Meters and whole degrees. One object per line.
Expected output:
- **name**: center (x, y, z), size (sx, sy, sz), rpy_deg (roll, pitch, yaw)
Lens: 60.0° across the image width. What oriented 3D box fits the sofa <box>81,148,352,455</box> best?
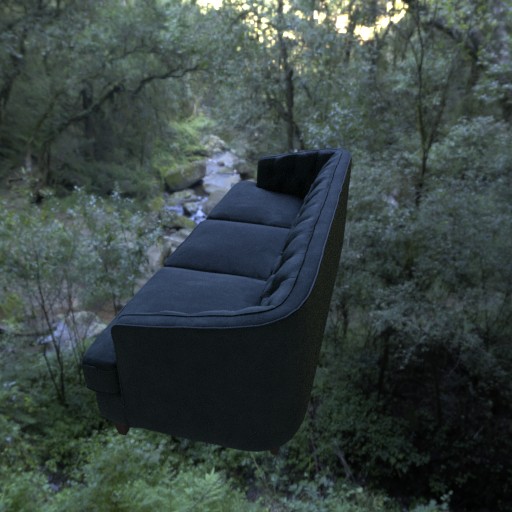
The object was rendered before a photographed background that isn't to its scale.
- **sofa**: center (0.000, 0.000, 2.671), size (0.941, 0.855, 2.278), rpy_deg (8, 30, 13)
